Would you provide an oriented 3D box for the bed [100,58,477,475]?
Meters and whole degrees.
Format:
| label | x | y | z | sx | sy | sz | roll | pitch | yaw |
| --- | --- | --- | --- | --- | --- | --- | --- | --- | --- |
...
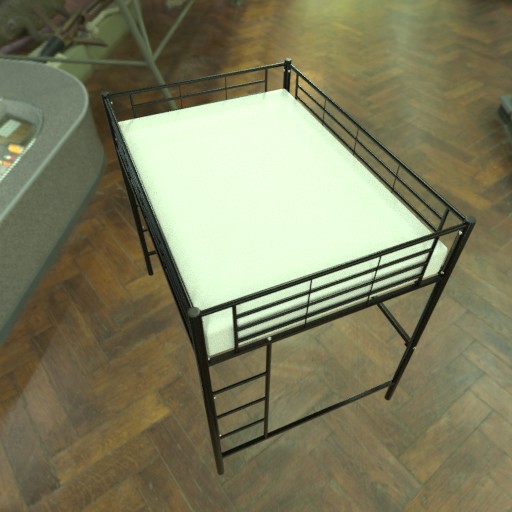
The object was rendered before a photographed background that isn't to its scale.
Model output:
| label | x | y | z | sx | sy | sz | roll | pitch | yaw |
| --- | --- | --- | --- | --- | --- | --- | --- | --- | --- |
| bed | 0.000 | 0.000 | 3.143 | 1.397 | 1.803 | 1.994 | -17 | 49 | -16 |
